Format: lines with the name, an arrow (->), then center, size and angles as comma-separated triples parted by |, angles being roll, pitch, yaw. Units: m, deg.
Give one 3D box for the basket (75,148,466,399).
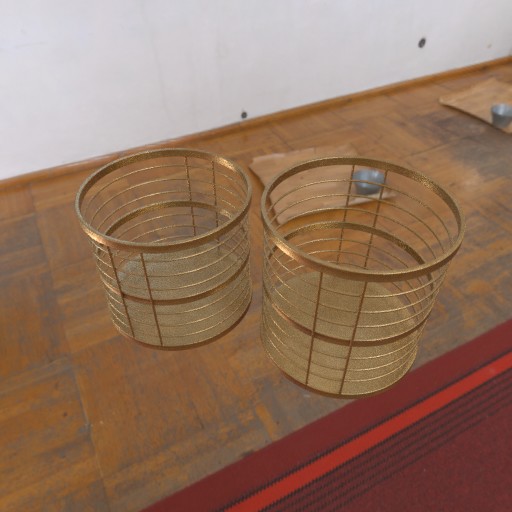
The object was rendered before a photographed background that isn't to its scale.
basket -> 0.000, 0.000, 0.950 | 0.746, 0.351, 0.356 | 12, 43, 13
